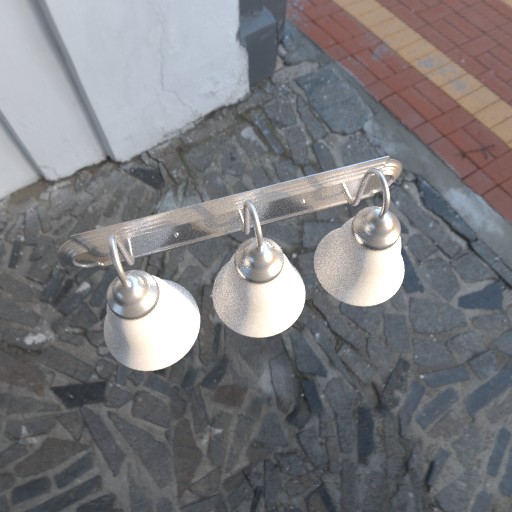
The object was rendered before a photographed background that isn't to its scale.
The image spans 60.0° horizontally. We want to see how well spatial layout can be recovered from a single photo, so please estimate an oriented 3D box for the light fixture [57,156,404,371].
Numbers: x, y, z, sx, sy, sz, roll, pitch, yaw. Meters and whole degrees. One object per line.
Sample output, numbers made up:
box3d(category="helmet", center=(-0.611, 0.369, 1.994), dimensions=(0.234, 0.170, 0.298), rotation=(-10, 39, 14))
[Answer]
box3d(category="light fixture", center=(0.000, 0.000, 0.696), dimensions=(0.610, 0.222, 0.199), rotation=(-15, 64, -8))
